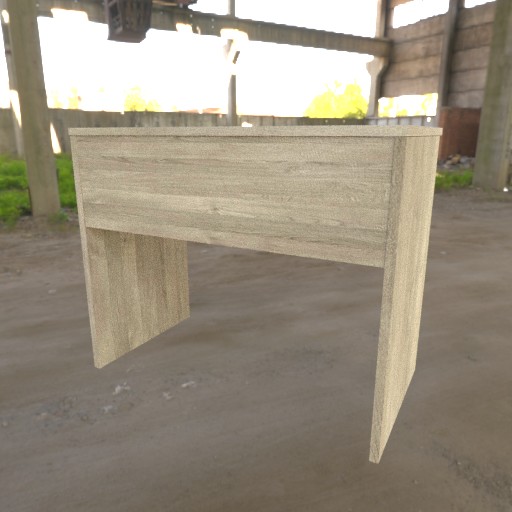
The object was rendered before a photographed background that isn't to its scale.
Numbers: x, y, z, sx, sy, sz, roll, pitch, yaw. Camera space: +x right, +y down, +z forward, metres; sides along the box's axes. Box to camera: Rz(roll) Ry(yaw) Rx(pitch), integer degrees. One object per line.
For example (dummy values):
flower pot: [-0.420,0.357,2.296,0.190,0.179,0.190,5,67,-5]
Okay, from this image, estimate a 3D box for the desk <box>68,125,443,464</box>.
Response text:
desk: [0.000,0.000,1.305,0.893,0.724,0.498,8,17,27]
